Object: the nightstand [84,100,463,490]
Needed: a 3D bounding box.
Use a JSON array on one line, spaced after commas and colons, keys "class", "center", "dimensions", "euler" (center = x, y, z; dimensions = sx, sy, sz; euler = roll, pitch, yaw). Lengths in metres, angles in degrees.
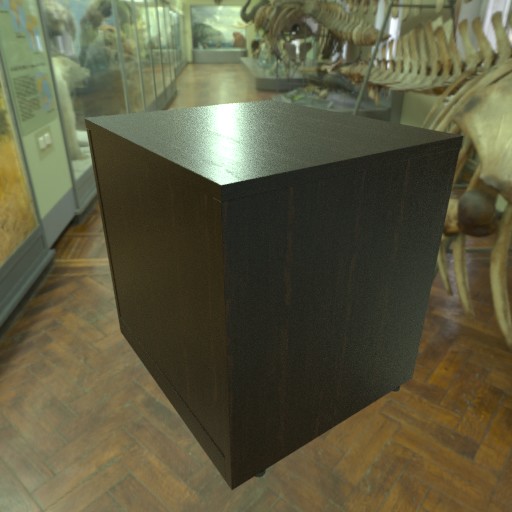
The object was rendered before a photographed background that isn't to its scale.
[{"class": "nightstand", "center": [0.000, 0.000, 0.851], "dimensions": [0.427, 0.487, 0.489], "euler": [-17, 32, -31]}]
